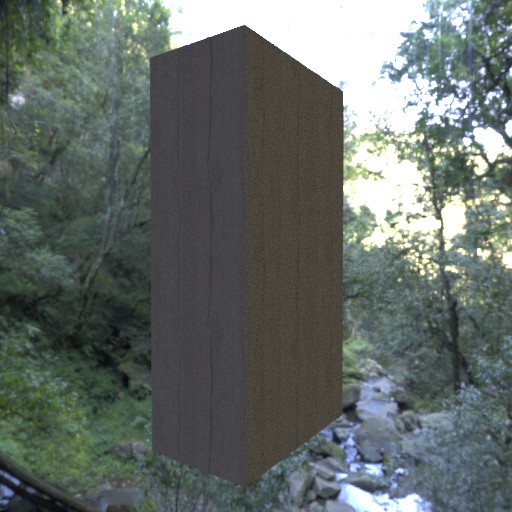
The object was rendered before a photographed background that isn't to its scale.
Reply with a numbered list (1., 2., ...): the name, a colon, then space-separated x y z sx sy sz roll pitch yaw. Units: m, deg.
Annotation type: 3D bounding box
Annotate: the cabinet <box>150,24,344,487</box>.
1. cabinet: 0.000 0.000 2.404 0.580 1.930 0.980 1 2 35
